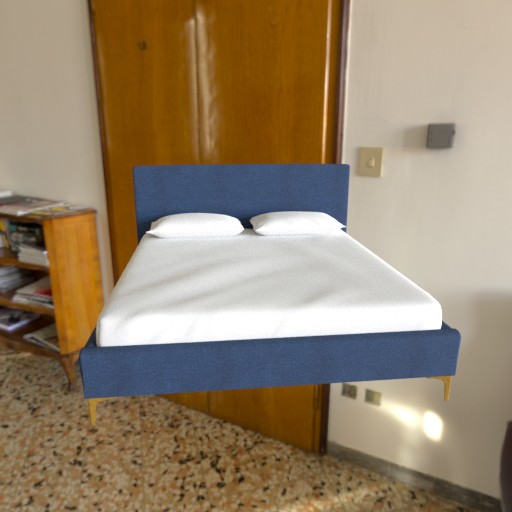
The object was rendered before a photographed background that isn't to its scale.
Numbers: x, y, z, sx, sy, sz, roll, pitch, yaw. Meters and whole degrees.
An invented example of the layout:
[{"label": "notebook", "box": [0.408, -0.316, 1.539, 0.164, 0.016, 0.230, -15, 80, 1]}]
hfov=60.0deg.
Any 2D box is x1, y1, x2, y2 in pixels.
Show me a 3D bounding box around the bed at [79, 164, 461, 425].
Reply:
[{"label": "bed", "box": [0.000, 0.000, 3.399, 2.096, 1.231, 2.232, -2, 16, -6]}]
